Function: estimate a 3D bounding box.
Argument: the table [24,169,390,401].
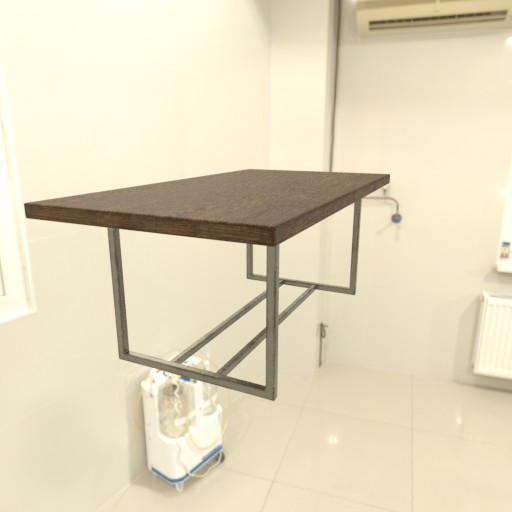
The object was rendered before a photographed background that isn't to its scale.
[{"bbox_3d":[0.000,0.000,2.488,1.078,0.795,1.989,7,17,25],"label":"table"}]
